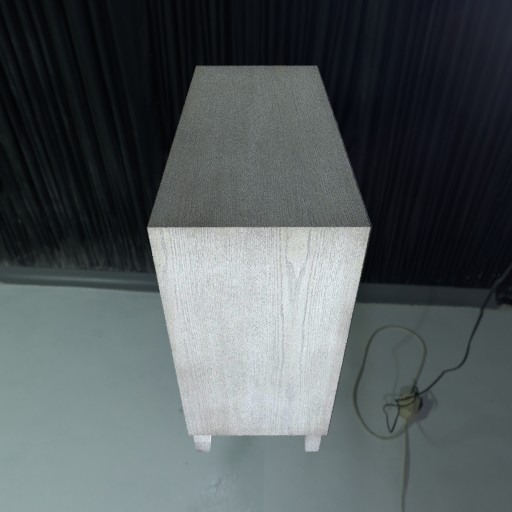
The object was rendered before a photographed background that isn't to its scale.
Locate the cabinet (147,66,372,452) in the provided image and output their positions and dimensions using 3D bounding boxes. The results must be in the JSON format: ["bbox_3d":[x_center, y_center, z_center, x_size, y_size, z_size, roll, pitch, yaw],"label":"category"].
[{"bbox_3d":[0.000,0.000,1.249,0.370,0.787,0.781,0,41,0],"label":"cabinet"}]
